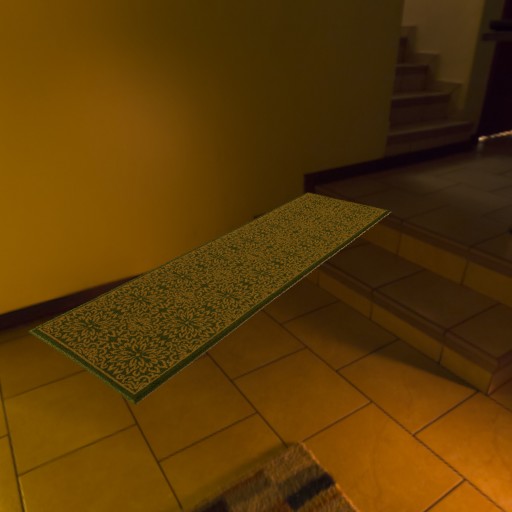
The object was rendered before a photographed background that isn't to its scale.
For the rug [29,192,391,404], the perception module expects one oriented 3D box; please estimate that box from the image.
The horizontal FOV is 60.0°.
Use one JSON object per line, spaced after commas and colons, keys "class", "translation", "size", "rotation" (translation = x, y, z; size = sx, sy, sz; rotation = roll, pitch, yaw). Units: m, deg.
{"class": "rug", "translation": [0.000, 0.000, 2.406], "size": [0.662, 0.011, 2.196], "rotation": [19, 32, 32]}
